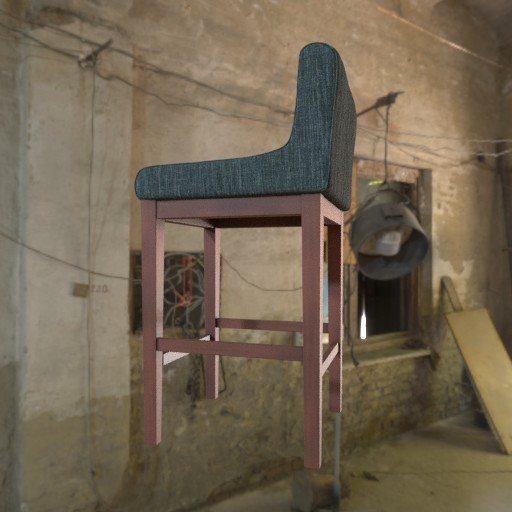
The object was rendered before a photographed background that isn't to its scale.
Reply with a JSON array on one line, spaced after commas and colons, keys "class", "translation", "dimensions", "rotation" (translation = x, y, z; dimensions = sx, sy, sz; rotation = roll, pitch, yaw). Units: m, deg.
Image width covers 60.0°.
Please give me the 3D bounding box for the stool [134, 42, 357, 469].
[{"class": "stool", "translation": [0.000, 0.000, 1.090], "dimensions": [0.459, 0.835, 0.395], "rotation": [0, 0, 18]}]
